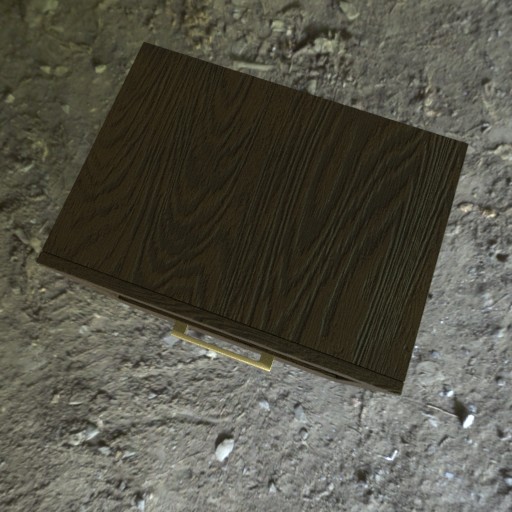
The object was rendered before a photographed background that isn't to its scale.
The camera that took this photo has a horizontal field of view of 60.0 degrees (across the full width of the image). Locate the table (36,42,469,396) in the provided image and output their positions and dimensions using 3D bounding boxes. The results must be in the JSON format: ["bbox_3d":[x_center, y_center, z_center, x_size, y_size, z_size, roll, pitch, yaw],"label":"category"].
[{"bbox_3d":[0.000,0.000,0.958,0.560,0.585,0.439,19,77,5],"label":"table"}]
